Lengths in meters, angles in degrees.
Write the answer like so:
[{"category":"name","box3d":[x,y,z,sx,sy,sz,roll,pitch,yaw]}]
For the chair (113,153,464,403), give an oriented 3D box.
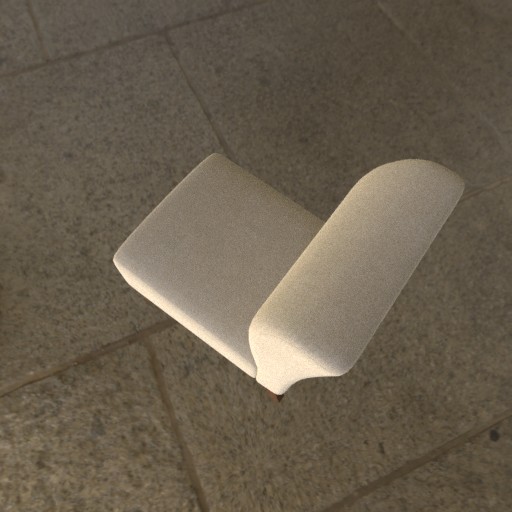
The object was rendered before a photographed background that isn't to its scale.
[{"category":"chair","box3d":[0.000,0.000,1.308,0.754,0.833,0.521,34,69,15]}]
